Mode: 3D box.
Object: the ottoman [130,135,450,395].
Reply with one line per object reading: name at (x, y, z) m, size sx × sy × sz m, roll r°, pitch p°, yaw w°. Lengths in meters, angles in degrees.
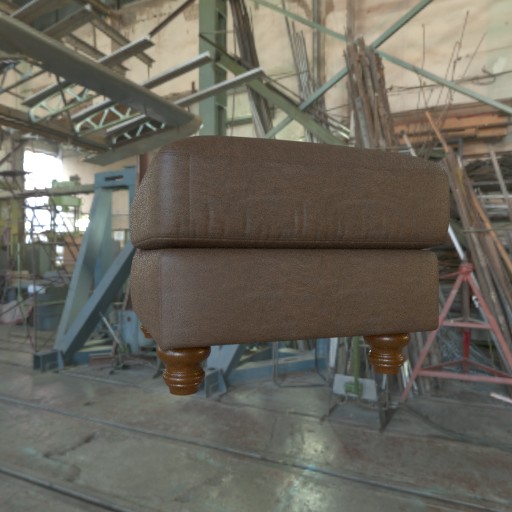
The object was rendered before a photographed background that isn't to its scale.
ottoman at (0.000, 0.000, 1.181) m, size 0.635 × 0.508 × 0.787 m, roll 0°, pitch 0°, yaw -19°
